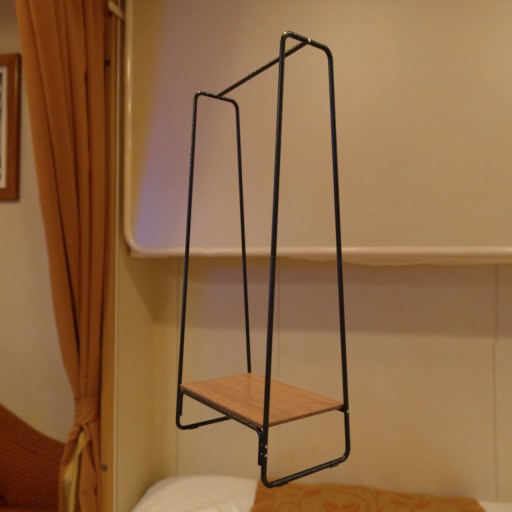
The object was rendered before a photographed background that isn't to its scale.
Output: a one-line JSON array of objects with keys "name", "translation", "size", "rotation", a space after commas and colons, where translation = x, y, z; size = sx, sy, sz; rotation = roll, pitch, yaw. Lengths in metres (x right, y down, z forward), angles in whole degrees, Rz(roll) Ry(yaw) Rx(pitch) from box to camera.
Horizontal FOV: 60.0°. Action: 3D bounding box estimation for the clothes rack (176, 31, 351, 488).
[{"name": "clothes rack", "translation": [0.000, 0.000, 1.774], "size": [0.400, 1.500, 0.640], "rotation": [1, -2, -35]}]
